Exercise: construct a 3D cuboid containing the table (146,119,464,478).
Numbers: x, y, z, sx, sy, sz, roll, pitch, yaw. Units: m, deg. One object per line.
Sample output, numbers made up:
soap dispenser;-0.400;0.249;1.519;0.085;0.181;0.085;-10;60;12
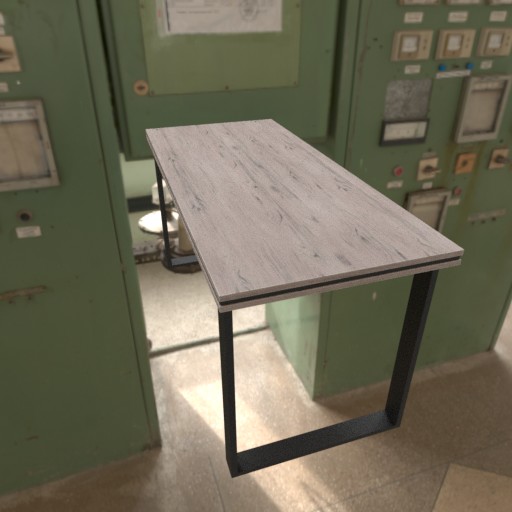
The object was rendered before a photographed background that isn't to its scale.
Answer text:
table;0.000;0.000;2.243;0.795;0.899;1.778;-10;32;-16
